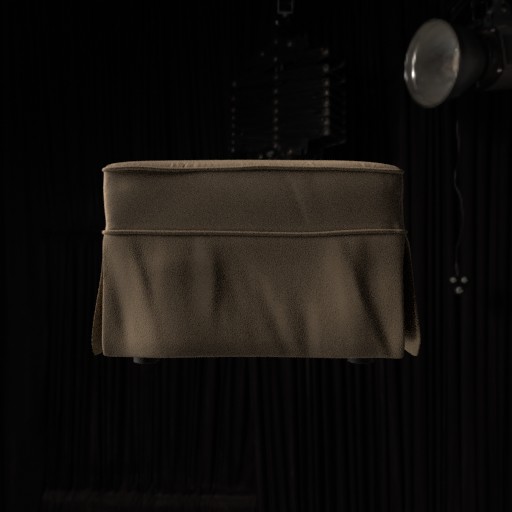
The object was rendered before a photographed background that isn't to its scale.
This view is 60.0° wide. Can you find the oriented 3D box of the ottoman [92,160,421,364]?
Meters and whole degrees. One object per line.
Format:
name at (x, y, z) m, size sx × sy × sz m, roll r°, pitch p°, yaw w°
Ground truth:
ottoman at (0.000, 0.000, 1.375) m, size 0.721 × 0.482 × 0.959 m, roll 0°, pitch 1°, yaw 0°
